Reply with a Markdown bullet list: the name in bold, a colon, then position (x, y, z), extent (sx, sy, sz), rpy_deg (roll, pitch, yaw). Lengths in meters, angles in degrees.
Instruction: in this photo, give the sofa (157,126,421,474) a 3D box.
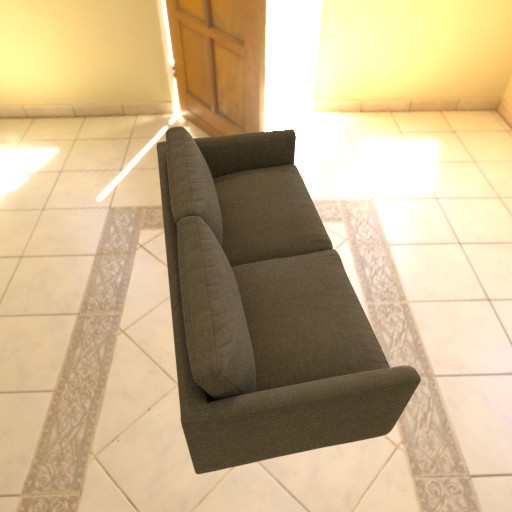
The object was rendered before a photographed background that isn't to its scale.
- **sofa**: position (0.000, 0.000, 2.830), extent (1.092, 0.838, 2.257), rpy_deg (-8, 46, -8)
